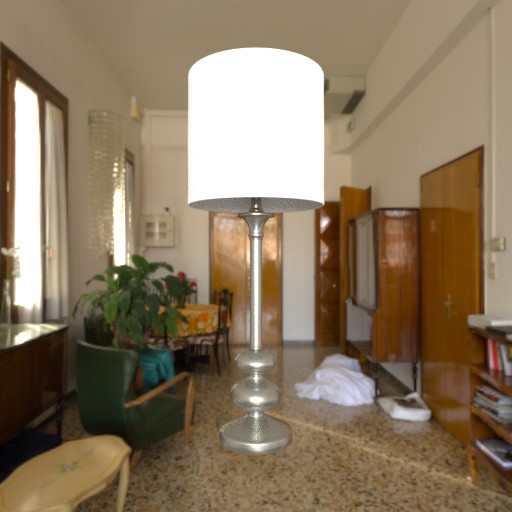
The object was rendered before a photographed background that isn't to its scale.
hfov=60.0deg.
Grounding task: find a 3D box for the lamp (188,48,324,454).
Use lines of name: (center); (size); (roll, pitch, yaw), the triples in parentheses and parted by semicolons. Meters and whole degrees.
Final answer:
lamp: (0.000, 0.000, 0.834); (0.254, 0.690, 0.254); (0, 0, -36)
